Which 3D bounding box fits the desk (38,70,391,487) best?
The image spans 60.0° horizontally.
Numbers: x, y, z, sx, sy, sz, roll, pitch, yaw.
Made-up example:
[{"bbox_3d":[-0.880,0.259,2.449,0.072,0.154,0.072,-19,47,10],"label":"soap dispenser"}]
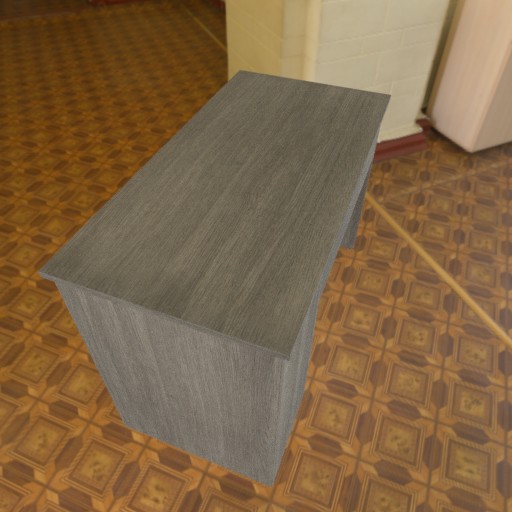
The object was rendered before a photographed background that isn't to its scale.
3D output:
[{"bbox_3d":[0.000,0.000,1.484,0.560,0.735,1.097,16,47,15],"label":"desk"}]
